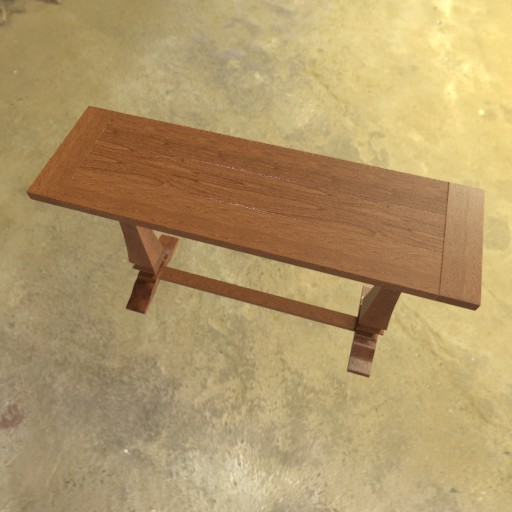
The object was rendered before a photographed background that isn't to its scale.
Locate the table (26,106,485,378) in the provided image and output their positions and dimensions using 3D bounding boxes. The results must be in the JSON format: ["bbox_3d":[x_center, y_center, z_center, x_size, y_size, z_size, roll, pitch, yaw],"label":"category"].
[{"bbox_3d":[0.000,0.000,1.856,1.478,0.852,0.461,14,60,8],"label":"table"}]
